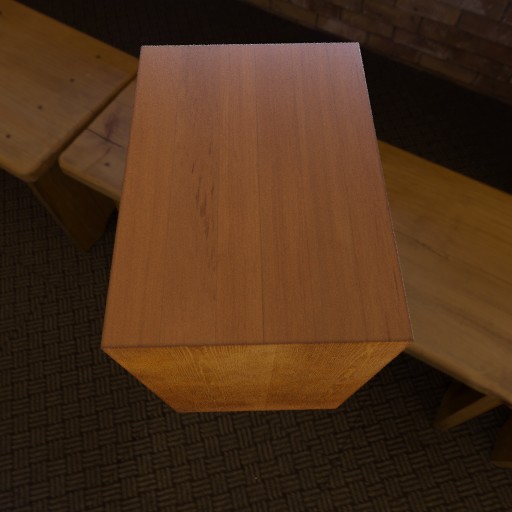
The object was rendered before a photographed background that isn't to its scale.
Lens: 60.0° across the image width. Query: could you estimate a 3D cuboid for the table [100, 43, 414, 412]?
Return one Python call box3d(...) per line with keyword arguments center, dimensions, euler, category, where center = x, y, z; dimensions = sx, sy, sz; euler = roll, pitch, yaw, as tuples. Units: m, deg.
box3d(center=(0.000, 0.000, 0.946), dimensions=(0.400, 0.605, 0.550), euler=(-1, 63, -1), category="table")
